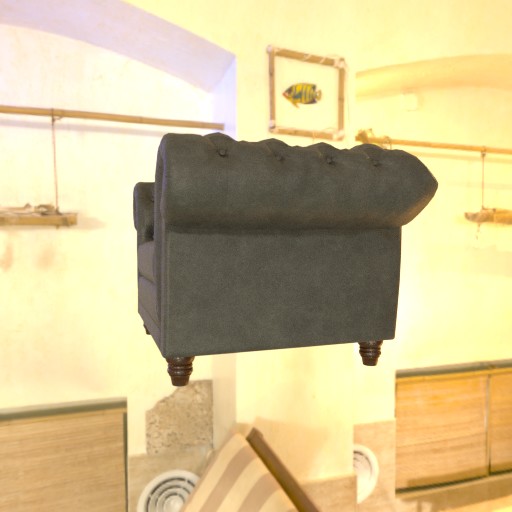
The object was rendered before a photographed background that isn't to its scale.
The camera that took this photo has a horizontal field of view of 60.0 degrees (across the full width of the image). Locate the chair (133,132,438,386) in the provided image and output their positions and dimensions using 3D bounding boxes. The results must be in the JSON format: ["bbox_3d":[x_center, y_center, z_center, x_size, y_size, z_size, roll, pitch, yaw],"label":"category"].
[{"bbox_3d":[0.000,0.000,1.901,0.943,0.780,1.298,0,1,-19],"label":"chair"}]
